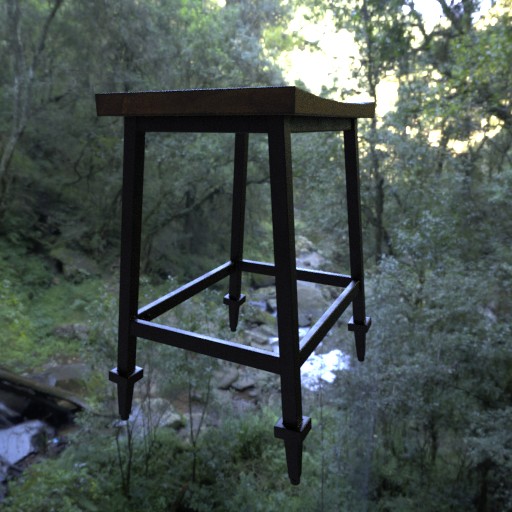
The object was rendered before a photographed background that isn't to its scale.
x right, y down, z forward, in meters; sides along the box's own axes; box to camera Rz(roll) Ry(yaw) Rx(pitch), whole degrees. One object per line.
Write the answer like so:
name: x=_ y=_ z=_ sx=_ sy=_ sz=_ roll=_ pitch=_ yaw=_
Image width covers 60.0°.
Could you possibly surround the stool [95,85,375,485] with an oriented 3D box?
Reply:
stool: x=0.000 y=0.000 z=0.930 sx=0.405 sy=0.625 sz=0.486 roll=8 pitch=18 yaw=26
